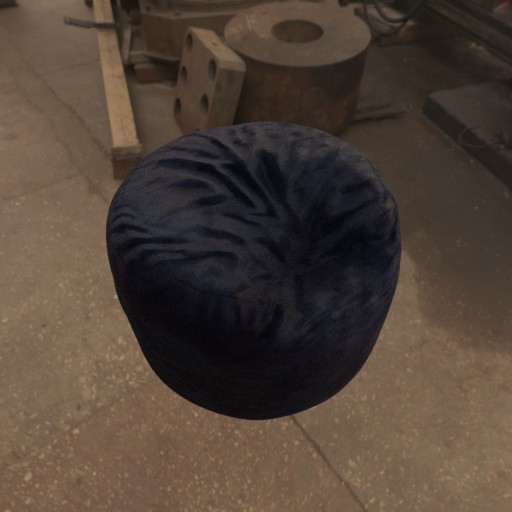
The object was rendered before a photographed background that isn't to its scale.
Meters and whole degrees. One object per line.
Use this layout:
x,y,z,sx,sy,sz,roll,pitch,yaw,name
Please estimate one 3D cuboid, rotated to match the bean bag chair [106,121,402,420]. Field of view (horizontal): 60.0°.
0.000,0.000,1.486,0.918,0.616,0.918,0,47,0,bean bag chair
